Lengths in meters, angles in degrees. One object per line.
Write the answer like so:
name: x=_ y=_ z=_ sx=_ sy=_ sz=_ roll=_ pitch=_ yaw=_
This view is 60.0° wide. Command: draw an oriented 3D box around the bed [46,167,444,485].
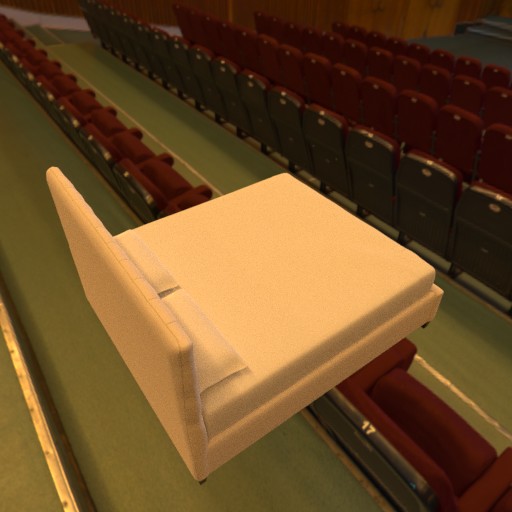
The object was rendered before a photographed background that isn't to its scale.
bed: x=0.000 y=0.000 z=3.590 sx=2.387 sy=1.427 sz=2.078 roll=-25 pitch=46 yaw=-27
